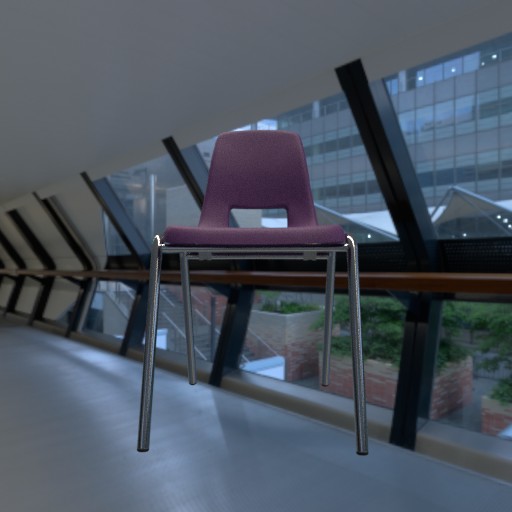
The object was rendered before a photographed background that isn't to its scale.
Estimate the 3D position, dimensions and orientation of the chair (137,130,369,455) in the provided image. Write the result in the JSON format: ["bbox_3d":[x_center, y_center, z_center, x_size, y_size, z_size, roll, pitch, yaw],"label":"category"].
[{"bbox_3d":[0.000,0.000,0.936,0.381,0.654,0.432,0,0,2],"label":"chair"}]
